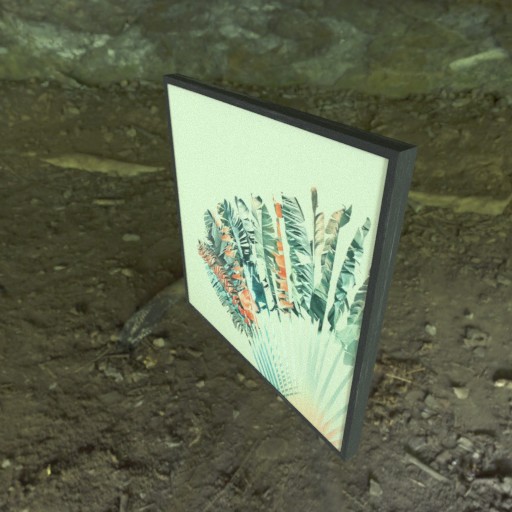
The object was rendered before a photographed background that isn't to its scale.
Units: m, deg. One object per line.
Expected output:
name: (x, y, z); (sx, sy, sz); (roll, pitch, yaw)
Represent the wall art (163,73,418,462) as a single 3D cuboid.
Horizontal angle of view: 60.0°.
wall art: (0.000, 0.000, 1.121); (0.043, 0.758, 0.762); (-22, 38, -31)
